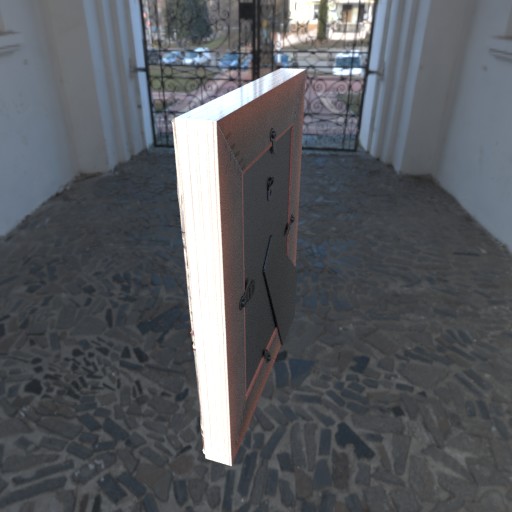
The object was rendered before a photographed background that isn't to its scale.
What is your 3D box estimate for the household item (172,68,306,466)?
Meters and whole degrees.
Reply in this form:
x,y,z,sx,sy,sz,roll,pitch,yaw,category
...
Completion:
x,y,z,sx,sy,sz,roll,pitch,yaw,category
0.000,0.000,0.299,0.025,0.216,0.165,9,31,15,household item
